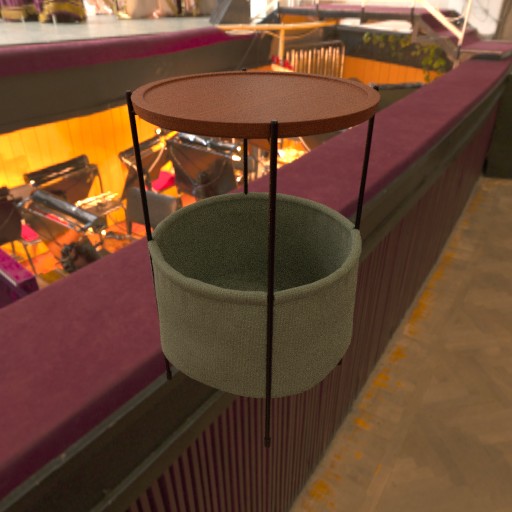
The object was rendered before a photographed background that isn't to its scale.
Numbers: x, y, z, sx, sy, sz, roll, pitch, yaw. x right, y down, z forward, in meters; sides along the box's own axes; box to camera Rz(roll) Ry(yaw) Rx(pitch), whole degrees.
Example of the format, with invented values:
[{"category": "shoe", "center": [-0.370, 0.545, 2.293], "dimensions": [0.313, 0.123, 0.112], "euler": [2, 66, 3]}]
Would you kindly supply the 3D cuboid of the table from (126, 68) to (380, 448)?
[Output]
[{"category": "table", "center": [0.000, 0.000, 0.865], "dimensions": [0.400, 0.623, 0.400], "euler": [23, 38, 32]}]
